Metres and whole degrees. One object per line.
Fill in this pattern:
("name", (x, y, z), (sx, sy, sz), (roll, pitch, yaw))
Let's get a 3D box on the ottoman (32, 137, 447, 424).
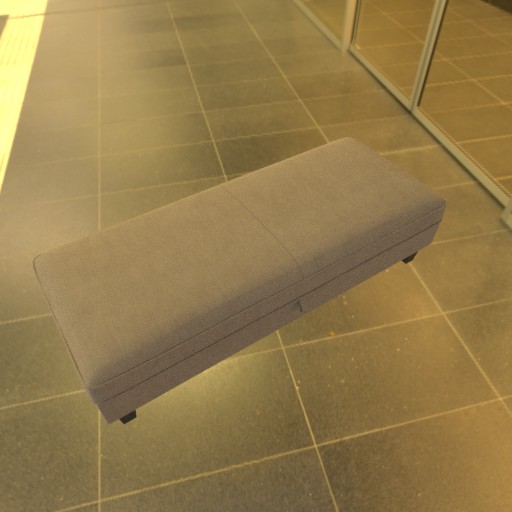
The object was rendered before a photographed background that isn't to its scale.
("ottoman", (0.000, 0.000, 2.061), (1.764, 0.470, 0.751), (-25, 51, -23))
